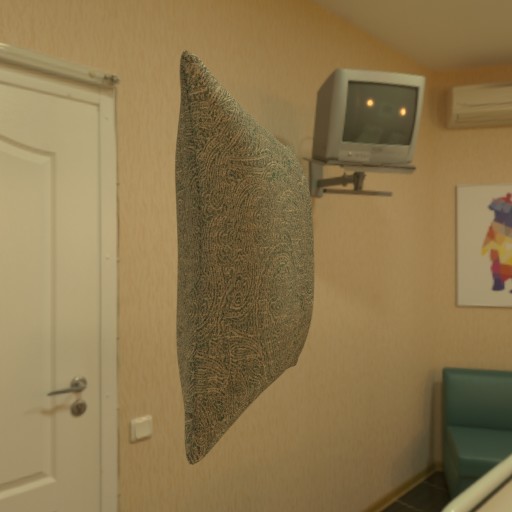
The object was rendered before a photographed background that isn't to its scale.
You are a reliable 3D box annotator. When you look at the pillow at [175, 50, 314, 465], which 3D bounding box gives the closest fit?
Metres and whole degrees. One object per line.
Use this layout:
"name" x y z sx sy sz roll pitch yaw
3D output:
"pillow" 0.000 0.000 0.783 0.166 0.507 0.526 0 0 19
